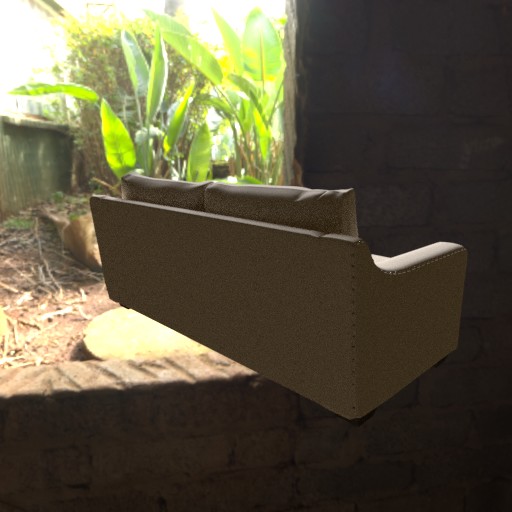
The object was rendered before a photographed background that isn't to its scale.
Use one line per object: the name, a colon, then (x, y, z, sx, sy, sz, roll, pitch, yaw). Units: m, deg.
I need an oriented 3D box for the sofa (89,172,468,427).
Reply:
sofa: (0.000, 0.000, 2.323, 0.949, 0.830, 1.812, -13, 19, -43)
